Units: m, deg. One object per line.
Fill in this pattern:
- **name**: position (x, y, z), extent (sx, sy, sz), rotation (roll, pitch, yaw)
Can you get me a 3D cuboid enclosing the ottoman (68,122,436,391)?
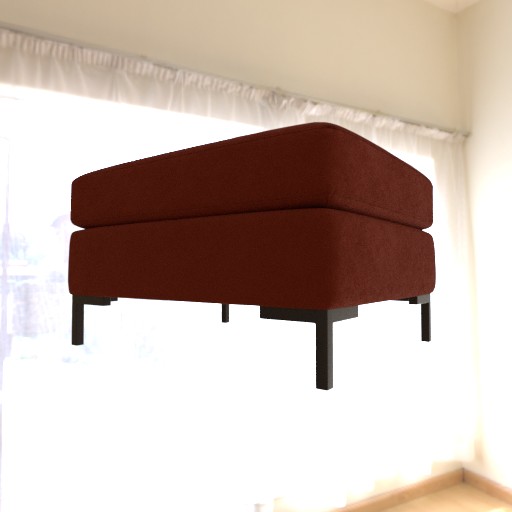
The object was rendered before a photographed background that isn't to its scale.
- **ottoman**: position (0.000, 0.000, 1.180), extent (0.782, 0.462, 0.650), rotation (-1, -2, 36)
